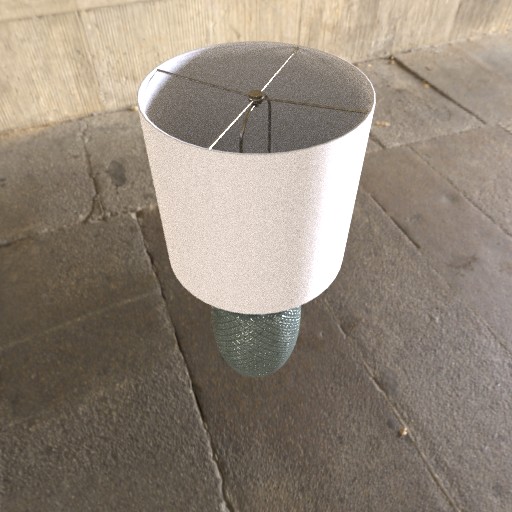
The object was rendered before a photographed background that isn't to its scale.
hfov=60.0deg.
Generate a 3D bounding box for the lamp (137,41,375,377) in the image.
[{"bbox_3d":[0.000,0.000,0.573,0.217,0.453,0.217,17,49,16],"label":"lamp"}]
